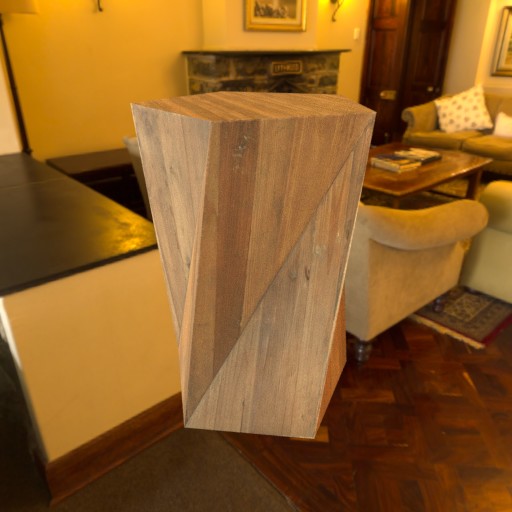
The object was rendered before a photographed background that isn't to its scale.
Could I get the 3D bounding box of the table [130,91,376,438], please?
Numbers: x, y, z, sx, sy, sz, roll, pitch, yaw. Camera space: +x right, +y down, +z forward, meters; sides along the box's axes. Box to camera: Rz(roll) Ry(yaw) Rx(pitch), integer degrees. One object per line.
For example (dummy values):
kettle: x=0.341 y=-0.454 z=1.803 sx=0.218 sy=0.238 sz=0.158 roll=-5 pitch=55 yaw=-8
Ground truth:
table: x=0.000 y=0.000 z=0.916 sx=0.441 sy=0.604 sz=0.425 roll=0 pitch=26 yaw=0
